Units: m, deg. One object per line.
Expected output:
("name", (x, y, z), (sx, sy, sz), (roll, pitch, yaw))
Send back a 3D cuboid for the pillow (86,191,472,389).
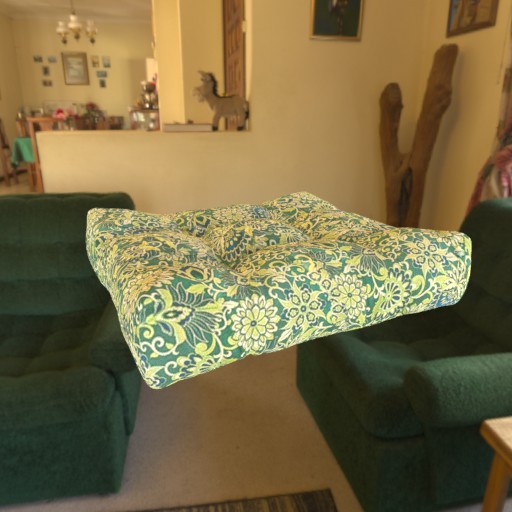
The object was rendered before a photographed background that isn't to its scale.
("pillow", (0.000, 0.000, 0.733), (0.490, 0.128, 0.468), (-9, 20, -25))
